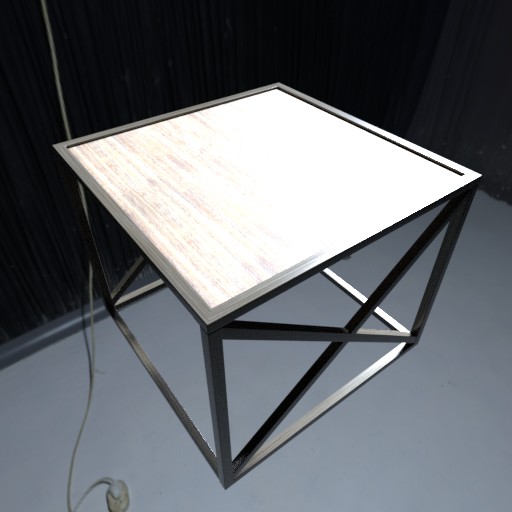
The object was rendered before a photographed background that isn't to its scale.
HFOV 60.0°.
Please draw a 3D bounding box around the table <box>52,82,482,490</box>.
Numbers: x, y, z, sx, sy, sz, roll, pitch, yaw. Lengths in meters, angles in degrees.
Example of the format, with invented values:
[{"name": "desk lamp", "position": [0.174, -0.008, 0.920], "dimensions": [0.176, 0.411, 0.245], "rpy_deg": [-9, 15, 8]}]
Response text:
[{"name": "table", "position": [0.000, 0.000, 1.046], "dimensions": [0.611, 0.507, 0.609], "rpy_deg": [-26, 47, -27]}]
